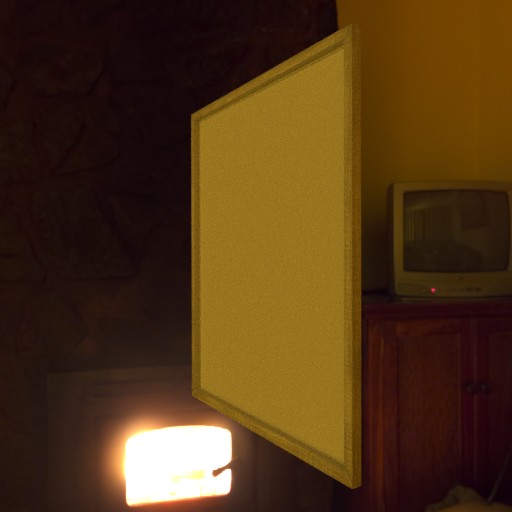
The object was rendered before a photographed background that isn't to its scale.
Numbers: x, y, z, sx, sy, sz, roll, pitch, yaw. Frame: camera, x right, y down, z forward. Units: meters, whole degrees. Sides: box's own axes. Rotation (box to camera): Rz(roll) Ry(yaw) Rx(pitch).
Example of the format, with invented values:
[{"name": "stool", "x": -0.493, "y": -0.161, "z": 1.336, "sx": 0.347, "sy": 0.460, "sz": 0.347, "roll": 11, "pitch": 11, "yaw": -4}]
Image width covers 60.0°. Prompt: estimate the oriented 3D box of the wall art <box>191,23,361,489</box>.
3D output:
[{"name": "wall art", "x": 0.000, "y": 0.000, "z": 1.299, "sx": 0.035, "sy": 1.022, "sz": 0.781, "roll": 0, "pitch": 0, "yaw": -35}]
